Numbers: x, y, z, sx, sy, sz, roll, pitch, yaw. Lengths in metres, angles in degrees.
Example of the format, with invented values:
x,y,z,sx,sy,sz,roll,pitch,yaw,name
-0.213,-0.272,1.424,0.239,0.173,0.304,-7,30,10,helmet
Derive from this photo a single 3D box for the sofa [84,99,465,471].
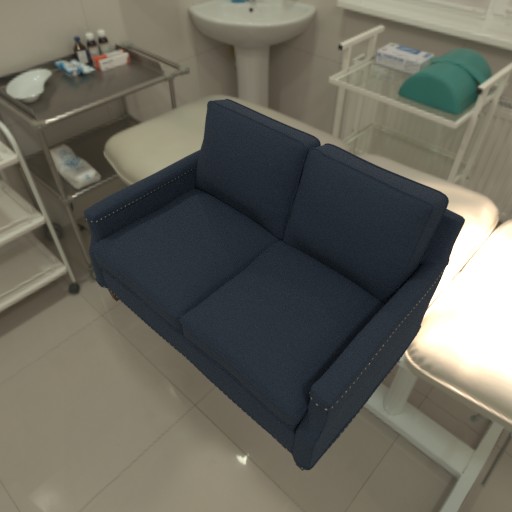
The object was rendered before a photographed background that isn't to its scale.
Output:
x,y,z,sx,sy,sz,roll,pitch,yaw,name
0.000,0.000,2.251,1.597,1.003,1.084,33,54,29,sofa
